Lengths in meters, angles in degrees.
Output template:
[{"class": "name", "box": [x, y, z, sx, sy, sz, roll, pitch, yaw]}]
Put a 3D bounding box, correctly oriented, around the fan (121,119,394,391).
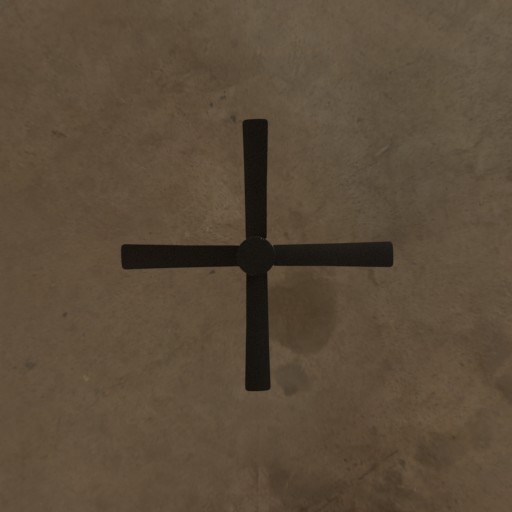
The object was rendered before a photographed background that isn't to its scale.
[{"class": "fan", "box": [0.000, 0.000, 2.307, 1.525, 0.534, 1.525, 0, 91, 1]}]
